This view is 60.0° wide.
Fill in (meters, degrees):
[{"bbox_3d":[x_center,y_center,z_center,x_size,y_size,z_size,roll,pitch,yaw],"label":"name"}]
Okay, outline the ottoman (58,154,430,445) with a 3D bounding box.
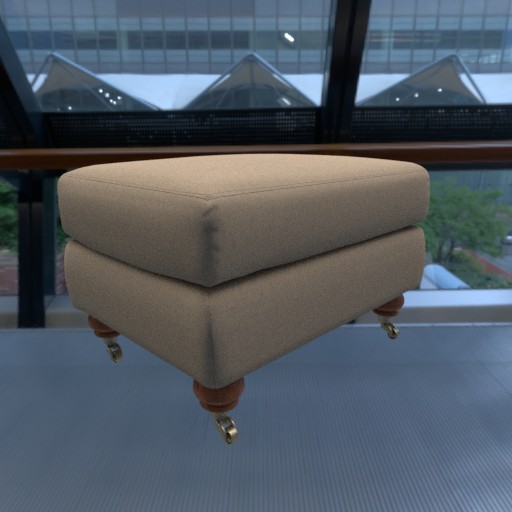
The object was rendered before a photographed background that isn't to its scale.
[{"bbox_3d":[0.000,0.000,1.126,0.574,0.497,0.773,15,21,43],"label":"ottoman"}]
